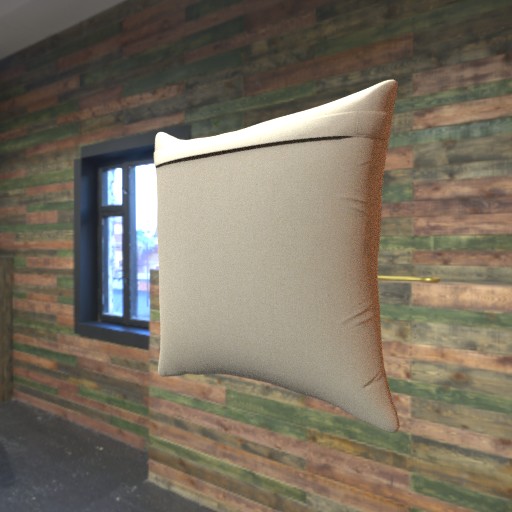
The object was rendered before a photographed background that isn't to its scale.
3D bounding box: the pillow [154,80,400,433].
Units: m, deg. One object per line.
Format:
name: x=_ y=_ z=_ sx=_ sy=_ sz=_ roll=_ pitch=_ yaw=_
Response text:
pillow: x=0.000 y=0.000 z=0.624 sx=0.405 sy=0.406 sz=0.173 roll=1 pitch=1 yaw=36
